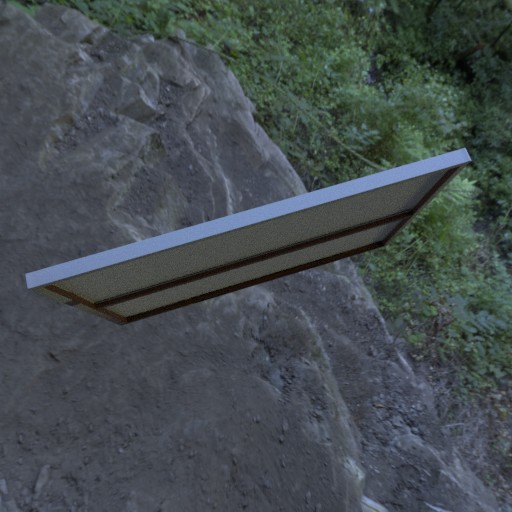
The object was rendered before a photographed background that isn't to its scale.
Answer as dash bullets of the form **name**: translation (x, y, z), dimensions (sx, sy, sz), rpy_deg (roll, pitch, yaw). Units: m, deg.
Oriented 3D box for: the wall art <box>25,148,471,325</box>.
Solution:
- **wall art**: translation (0.000, 0.000, 1.468), dimensions (1.149, 0.765, 0.040), rpy_deg (-16, 75, -4)
